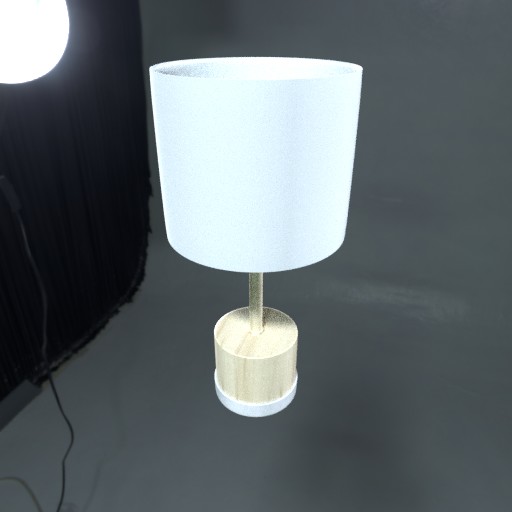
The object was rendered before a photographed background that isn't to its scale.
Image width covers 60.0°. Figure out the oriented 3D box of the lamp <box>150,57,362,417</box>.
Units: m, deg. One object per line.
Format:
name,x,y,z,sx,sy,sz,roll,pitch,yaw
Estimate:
lamp,0.000,0.000,0.594,0.229,0.470,0.229,9,30,15
